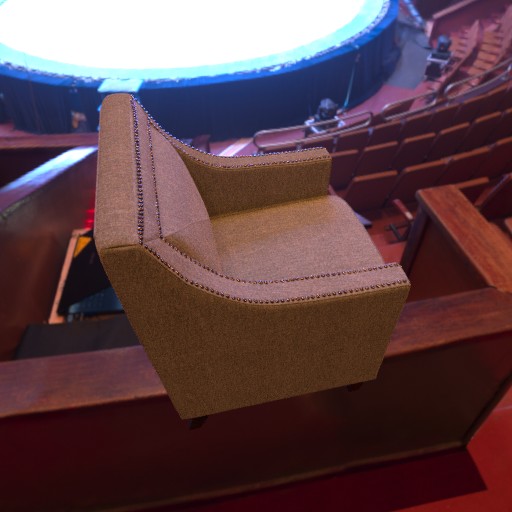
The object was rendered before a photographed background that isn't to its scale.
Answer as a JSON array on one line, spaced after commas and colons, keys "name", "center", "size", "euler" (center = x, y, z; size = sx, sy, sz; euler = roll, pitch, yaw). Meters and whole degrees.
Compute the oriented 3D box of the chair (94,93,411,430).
[{"name": "chair", "center": [0.000, 0.000, 1.603], "size": [0.884, 0.967, 0.776], "euler": [-9, 46, -9]}]
